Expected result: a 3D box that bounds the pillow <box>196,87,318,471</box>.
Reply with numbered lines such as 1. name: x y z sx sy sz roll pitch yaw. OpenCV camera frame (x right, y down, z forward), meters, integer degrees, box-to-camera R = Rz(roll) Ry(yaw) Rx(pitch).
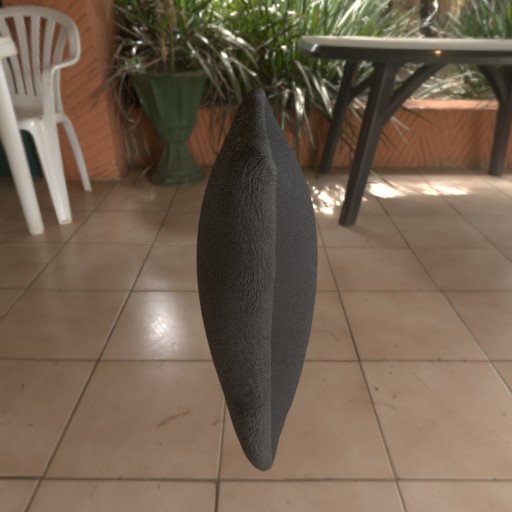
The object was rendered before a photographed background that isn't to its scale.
1. pillow: 0.000 0.000 0.813 0.210 0.523 0.533 -1 28 -1
